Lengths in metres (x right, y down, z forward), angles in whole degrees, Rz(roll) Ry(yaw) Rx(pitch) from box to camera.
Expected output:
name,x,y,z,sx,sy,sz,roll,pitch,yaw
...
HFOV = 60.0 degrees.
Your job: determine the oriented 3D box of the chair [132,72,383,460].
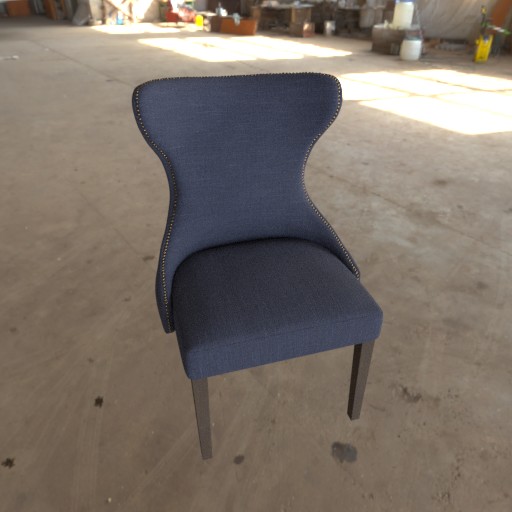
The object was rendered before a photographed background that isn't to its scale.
name,x,y,z,sx,sy,sz,roll,pitch,yaw
chair,0.000,0.000,1.357,0.628,0.967,0.635,-9,34,-14
